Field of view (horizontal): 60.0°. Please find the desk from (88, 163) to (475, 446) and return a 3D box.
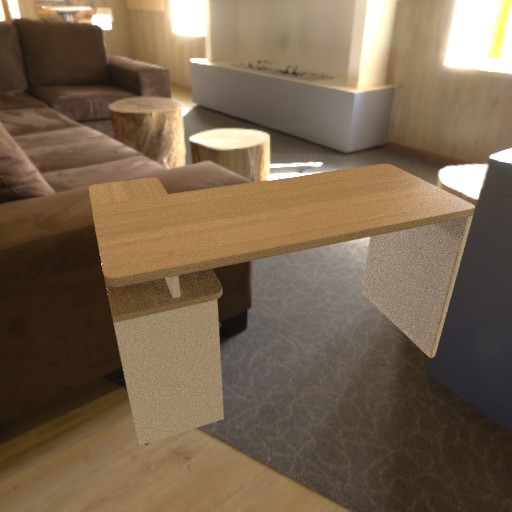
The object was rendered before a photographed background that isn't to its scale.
[{"bbox_3d":[0.000,0.000,2.162,1.400,0.770,1.175,-11,32,-19],"label":"desk"}]
